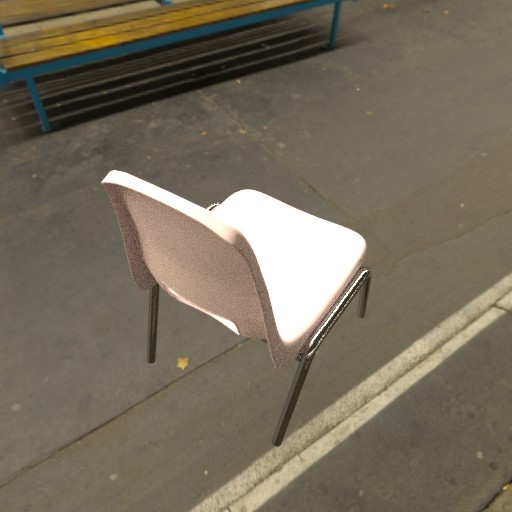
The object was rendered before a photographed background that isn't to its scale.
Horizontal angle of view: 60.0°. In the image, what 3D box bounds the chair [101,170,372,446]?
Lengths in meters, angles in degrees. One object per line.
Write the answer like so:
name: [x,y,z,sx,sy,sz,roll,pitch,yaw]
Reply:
chair: [0.000,0.000,0.777,0.354,0.537,0.385,26,52,22]
